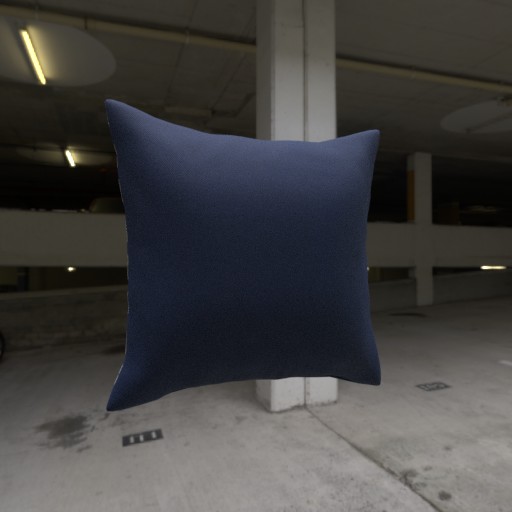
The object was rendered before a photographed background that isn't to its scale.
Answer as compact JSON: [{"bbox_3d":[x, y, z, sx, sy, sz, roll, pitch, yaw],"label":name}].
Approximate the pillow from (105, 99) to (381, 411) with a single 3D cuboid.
[{"bbox_3d":[0.000,0.000,0.777,0.504,0.494,0.188,0,-1,-18],"label":"pillow"}]
